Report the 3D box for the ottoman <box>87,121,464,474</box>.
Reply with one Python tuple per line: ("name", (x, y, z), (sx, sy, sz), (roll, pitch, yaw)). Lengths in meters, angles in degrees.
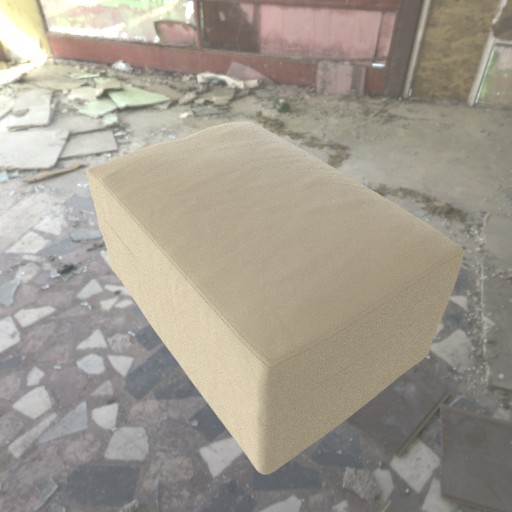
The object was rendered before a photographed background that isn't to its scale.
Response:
("ottoman", (0.000, 0.000, 1.218), (0.590, 0.444, 0.872), (-26, 47, -27))
